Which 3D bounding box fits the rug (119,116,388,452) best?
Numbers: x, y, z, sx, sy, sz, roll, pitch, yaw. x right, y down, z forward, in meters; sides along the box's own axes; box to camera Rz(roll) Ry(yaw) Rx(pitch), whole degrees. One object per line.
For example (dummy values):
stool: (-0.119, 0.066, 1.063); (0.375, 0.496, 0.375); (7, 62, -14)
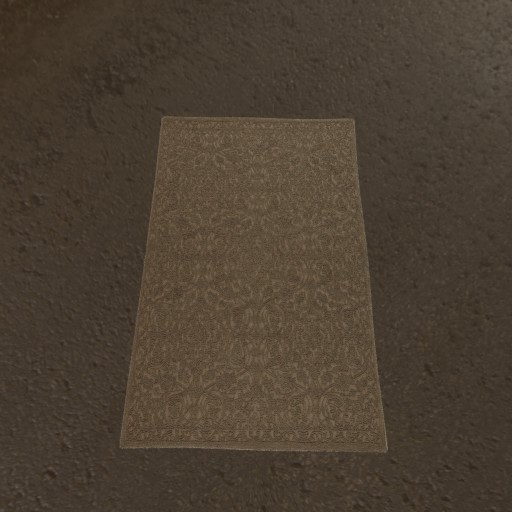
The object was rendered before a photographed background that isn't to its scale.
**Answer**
rug: (0.000, 0.000, 3.027); (1.529, 0.012, 2.435); (1, 65, 0)
